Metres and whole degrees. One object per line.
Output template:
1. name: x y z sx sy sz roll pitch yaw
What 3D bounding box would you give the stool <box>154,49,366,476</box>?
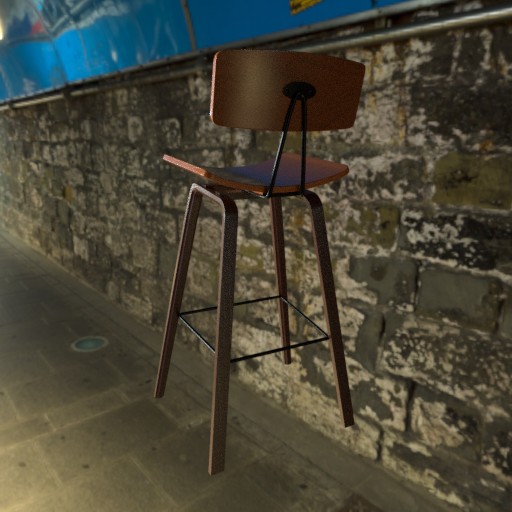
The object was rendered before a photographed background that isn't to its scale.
1. stool: 0.000 0.000 1.224 0.509 0.969 0.440 -7 16 -26
